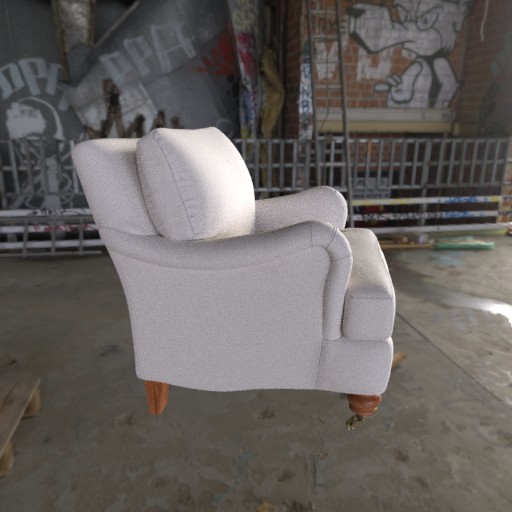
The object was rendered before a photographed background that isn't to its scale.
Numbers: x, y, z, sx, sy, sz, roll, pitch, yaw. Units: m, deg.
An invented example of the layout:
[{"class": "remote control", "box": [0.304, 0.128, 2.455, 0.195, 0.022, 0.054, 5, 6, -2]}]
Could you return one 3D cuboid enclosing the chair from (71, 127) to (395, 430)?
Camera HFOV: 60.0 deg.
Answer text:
[{"class": "chair", "box": [0.000, 0.000, 1.864, 1.070, 1.038, 0.955, 3, 17, 10]}]
